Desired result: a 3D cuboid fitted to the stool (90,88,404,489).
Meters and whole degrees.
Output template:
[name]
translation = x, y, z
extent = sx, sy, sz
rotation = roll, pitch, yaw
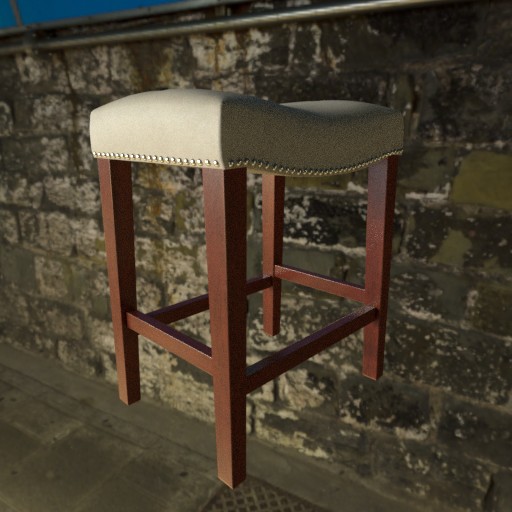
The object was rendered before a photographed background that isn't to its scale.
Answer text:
[stool]
translation = 0.000, 0.000, 0.932
extent = 0.375, 0.632, 0.509
rotation = 15, 22, 42
